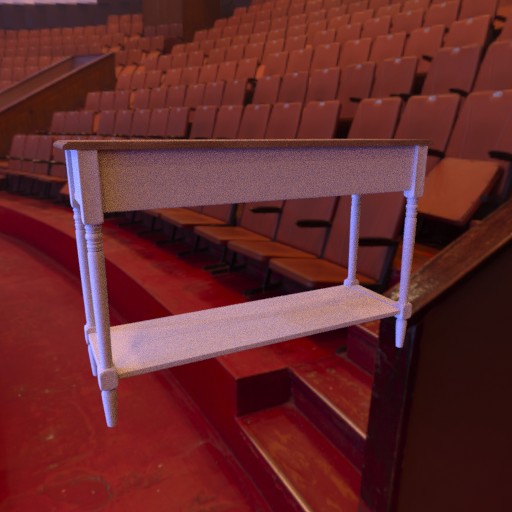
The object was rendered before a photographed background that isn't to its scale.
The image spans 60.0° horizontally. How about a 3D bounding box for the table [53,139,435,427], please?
[{"bbox_3d":[0.000,0.000,1.579,1.219,0.800,0.399,-7,17,-26],"label":"table"}]
